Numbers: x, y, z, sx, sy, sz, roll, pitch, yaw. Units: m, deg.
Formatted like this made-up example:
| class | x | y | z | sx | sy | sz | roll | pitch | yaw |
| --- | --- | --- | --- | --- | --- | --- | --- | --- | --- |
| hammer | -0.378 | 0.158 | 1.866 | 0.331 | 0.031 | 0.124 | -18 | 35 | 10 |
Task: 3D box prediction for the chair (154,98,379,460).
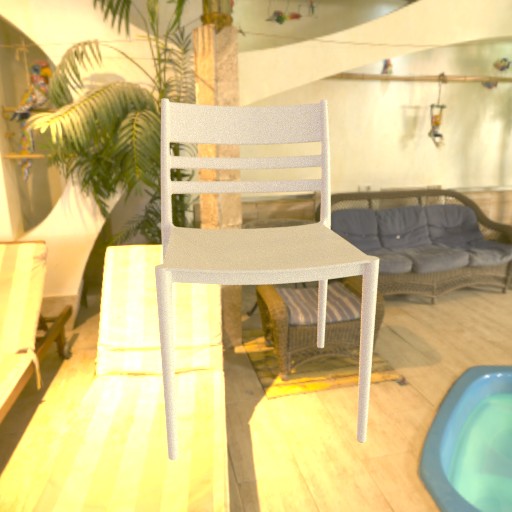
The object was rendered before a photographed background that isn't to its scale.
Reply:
| class | x | y | z | sx | sy | sz | roll | pitch | yaw |
| --- | --- | --- | --- | --- | --- | --- | --- | --- | --- |
| chair | 0.000 | 0.000 | 1.160 | 0.531 | 0.800 | 0.511 | -2 | 16 | -7 |
